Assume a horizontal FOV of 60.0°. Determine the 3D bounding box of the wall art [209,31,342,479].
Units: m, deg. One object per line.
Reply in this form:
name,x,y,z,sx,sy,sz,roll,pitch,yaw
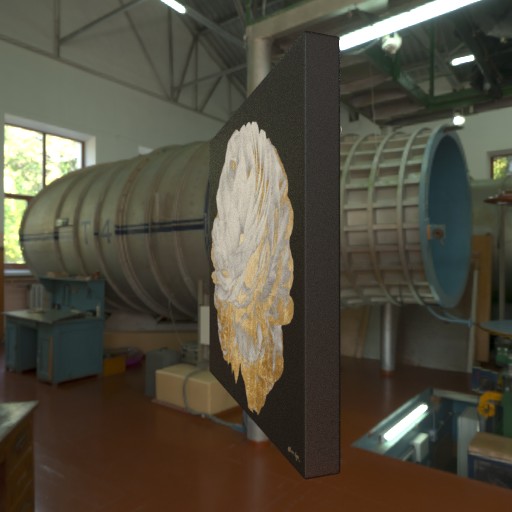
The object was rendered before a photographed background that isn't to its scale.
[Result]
wall art,0.000,0.000,0.597,0.041,0.407,0.406,0,0,-18
